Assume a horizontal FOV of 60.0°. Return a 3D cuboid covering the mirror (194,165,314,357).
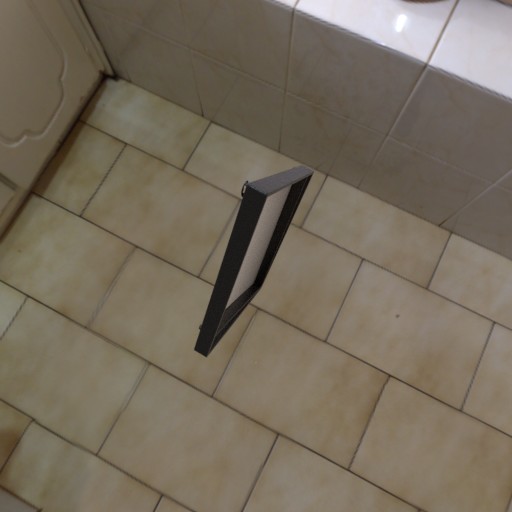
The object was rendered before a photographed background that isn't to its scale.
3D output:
[{"bbox_3d":[0.000,0.000,0.850,0.032,0.679,0.419,29,78,7],"label":"mirror"}]
